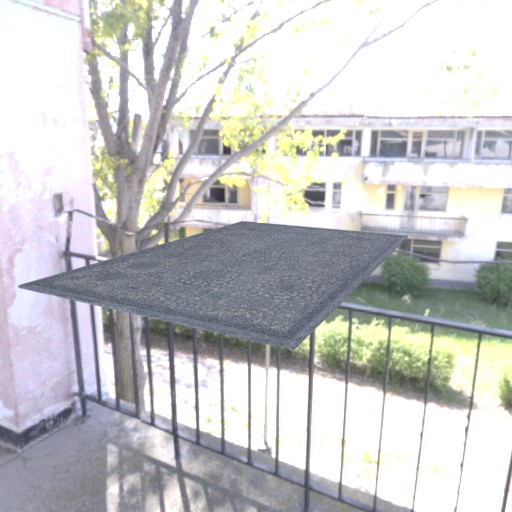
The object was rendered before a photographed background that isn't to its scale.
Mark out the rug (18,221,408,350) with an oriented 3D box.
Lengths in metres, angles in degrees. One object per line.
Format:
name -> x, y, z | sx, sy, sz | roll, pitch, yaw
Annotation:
rug -> 0.000, 0.000, 2.292 | 1.208, 0.012, 1.819 | 7, 16, 27
